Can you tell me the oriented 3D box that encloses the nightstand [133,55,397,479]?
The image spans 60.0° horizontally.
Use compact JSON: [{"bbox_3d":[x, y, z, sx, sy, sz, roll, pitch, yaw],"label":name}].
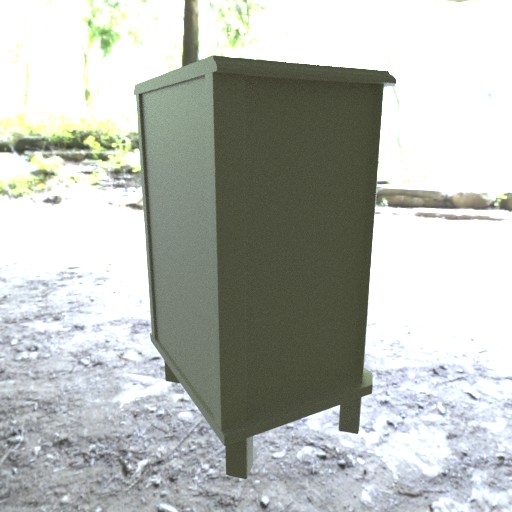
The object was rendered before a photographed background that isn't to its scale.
[{"bbox_3d":[0.000,0.000,0.914,0.351,0.681,0.435,-8,18,-27],"label":"nightstand"}]
